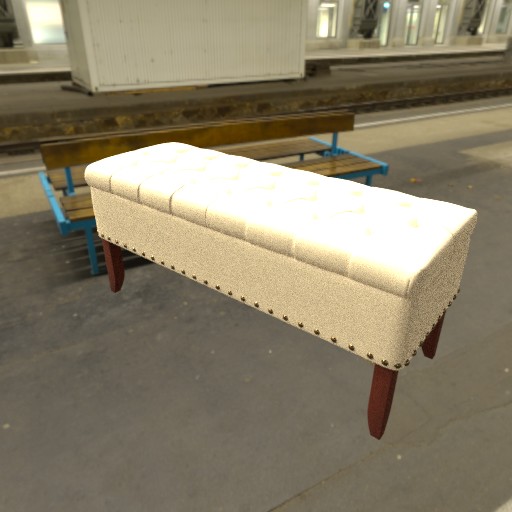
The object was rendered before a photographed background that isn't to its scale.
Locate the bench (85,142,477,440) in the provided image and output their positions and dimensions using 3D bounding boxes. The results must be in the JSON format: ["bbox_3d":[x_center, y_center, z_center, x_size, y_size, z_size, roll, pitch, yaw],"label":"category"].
[{"bbox_3d":[0.000,0.000,1.297,1.054,0.470,0.400,21,34,33],"label":"bench"}]
